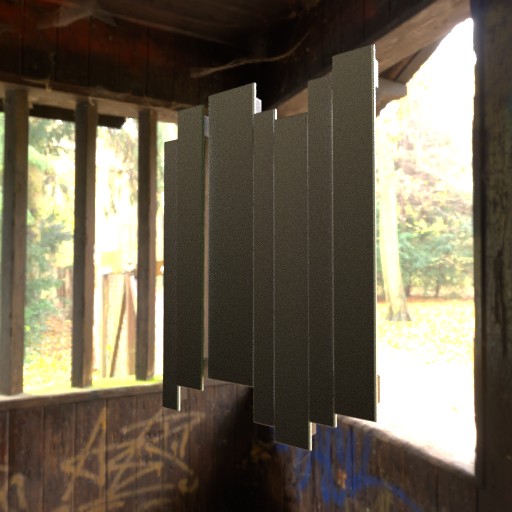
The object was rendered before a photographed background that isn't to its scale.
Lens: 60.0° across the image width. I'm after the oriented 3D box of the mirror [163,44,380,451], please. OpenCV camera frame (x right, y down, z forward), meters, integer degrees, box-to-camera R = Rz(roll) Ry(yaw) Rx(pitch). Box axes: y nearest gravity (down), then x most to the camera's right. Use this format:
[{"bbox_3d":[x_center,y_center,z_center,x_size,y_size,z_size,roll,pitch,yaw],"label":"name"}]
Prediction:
[{"bbox_3d":[0.000,0.000,0.770,0.445,0.611,0.058,-1,-2,35],"label":"mirror"}]
